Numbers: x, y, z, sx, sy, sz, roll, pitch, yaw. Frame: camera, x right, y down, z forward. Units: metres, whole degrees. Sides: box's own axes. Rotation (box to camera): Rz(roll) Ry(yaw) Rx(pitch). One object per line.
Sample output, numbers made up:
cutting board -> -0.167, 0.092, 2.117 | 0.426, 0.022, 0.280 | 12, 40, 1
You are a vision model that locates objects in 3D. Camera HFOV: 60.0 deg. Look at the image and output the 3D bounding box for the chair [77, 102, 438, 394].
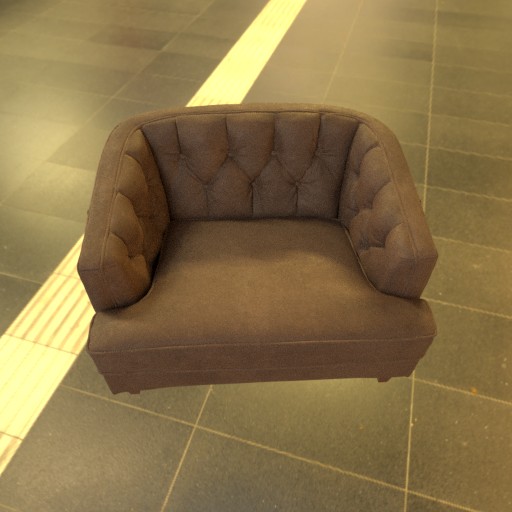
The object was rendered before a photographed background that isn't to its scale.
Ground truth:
chair -> 0.000, 0.000, 1.680 | 1.118, 0.787, 0.914 | -2, 47, -2
